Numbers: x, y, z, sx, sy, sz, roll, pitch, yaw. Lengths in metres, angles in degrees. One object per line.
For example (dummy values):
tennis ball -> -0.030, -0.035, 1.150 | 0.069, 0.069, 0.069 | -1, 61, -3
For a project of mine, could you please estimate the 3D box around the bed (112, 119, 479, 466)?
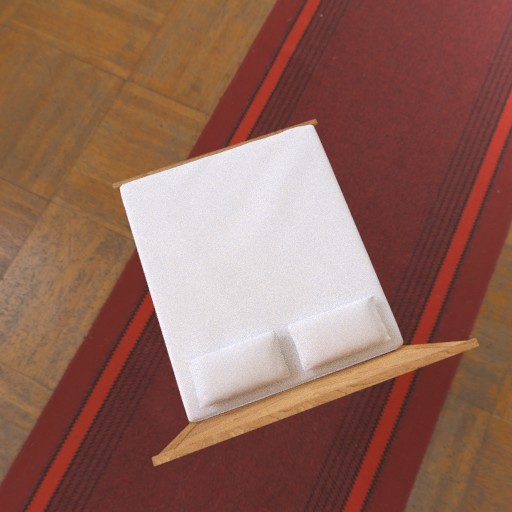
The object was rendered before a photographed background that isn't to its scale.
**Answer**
bed -> 0.000, 0.000, 4.042 | 2.225, 1.938, 2.530 | -19, 78, -4
